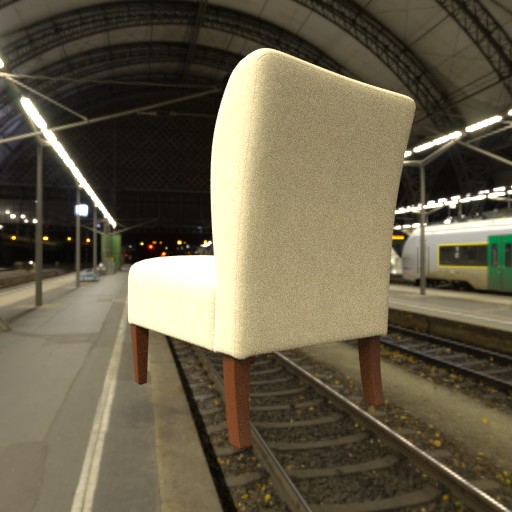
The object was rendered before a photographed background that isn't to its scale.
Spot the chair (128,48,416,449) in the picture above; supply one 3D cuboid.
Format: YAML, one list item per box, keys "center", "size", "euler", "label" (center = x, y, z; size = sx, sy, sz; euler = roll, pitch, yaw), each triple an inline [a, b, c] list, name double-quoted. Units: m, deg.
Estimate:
- center: [0.000, 0.000, 1.307]
  size: [0.521, 0.833, 0.754]
  euler: [0, 0, -36]
  label: "chair"
